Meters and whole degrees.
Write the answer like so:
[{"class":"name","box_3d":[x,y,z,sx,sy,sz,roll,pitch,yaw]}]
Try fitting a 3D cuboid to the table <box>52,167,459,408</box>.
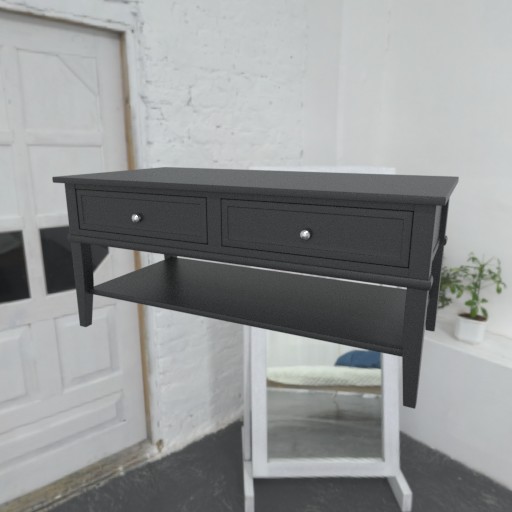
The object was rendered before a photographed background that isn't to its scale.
[{"class":"table","box_3d":[0.000,0.000,1.331,1.044,0.470,0.523,7,16,25]}]
